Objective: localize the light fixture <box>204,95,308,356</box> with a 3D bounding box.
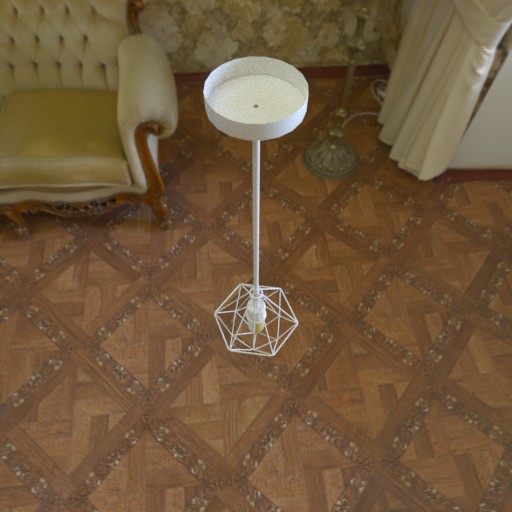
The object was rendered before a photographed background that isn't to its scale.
[{"bbox_3d":[0.000,0.000,1.989,0.431,1.764,0.487,33,63,19],"label":"light fixture"}]
